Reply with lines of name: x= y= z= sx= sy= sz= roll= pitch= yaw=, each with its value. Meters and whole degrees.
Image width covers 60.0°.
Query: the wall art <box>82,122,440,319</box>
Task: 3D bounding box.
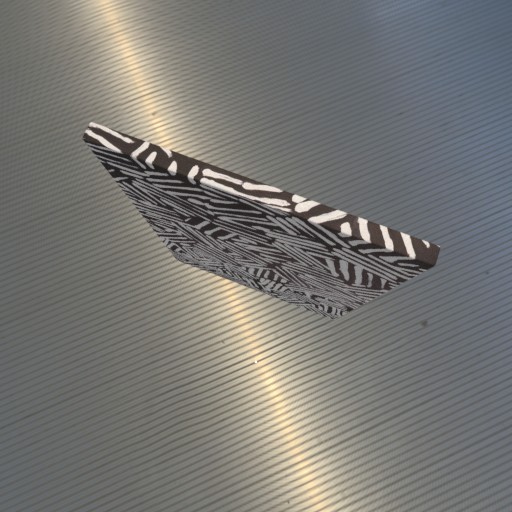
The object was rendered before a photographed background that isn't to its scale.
wall art: x=0.000 y=0.000 z=1.168 sx=0.615 sy=0.918 sz=0.035 roll=20 pitch=77 yaw=5
